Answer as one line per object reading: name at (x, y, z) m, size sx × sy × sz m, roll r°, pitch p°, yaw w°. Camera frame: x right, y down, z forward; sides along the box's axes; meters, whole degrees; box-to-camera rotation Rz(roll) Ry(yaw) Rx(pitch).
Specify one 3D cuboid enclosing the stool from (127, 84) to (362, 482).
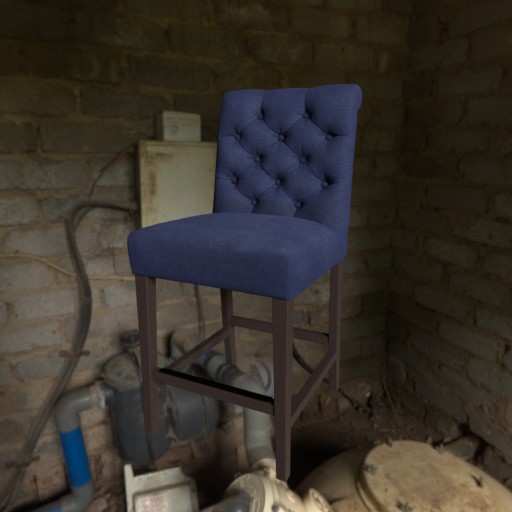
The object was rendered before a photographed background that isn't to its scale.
stool at (0.000, 0.000, 1.344) m, size 0.493 × 1.010 × 0.601 m, roll 7°, pitch 16°, yaw 26°
